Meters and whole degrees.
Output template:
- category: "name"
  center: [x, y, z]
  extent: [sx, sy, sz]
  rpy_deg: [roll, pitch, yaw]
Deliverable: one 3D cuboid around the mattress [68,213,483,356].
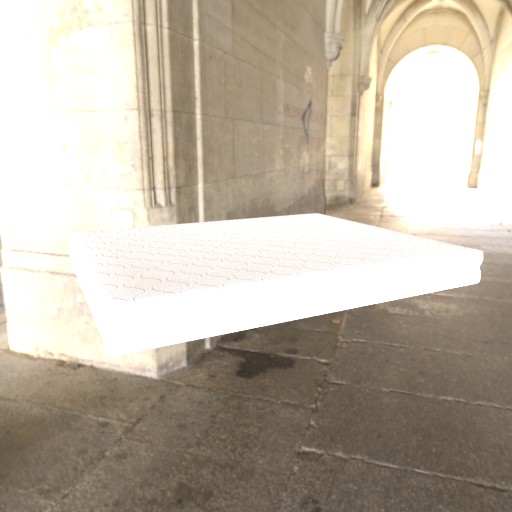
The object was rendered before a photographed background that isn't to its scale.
- category: "mattress"
  center: [0.000, 0.000, 2.705]
  extent: [2.000, 0.200, 1.600]
  rpy_deg: [-7, 15, -26]
